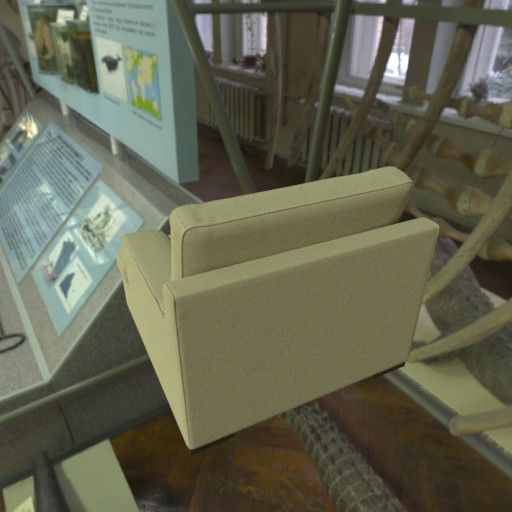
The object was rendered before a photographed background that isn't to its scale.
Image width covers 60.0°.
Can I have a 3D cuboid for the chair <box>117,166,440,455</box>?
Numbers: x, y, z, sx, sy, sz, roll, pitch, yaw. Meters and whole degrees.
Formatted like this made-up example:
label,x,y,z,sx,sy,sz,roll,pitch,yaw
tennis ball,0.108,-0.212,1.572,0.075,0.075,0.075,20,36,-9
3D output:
label,x,y,z,sx,sy,sz,roll,pitch,yaw
chair,0.000,0.000,2.191,1.293,1.005,1.274,-19,35,-29
